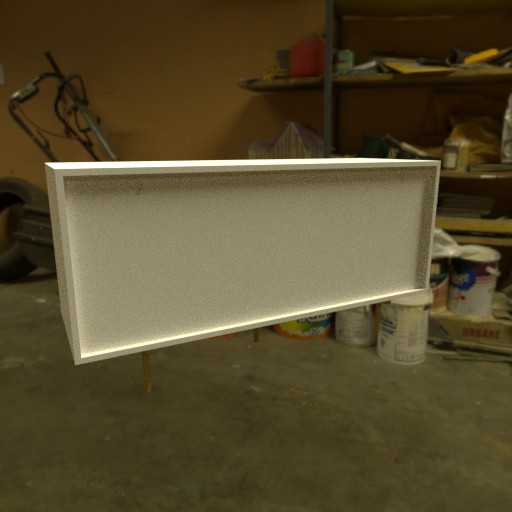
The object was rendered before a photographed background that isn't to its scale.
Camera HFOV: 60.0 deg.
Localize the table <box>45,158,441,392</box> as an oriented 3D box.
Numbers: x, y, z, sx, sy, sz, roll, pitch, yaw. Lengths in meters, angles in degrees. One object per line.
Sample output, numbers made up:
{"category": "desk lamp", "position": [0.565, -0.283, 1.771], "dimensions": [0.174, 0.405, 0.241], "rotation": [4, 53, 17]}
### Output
{"category": "table", "position": [0.000, 0.000, 1.851], "dimensions": [1.500, 0.769, 0.508], "rotation": [-7, 16, -27]}
